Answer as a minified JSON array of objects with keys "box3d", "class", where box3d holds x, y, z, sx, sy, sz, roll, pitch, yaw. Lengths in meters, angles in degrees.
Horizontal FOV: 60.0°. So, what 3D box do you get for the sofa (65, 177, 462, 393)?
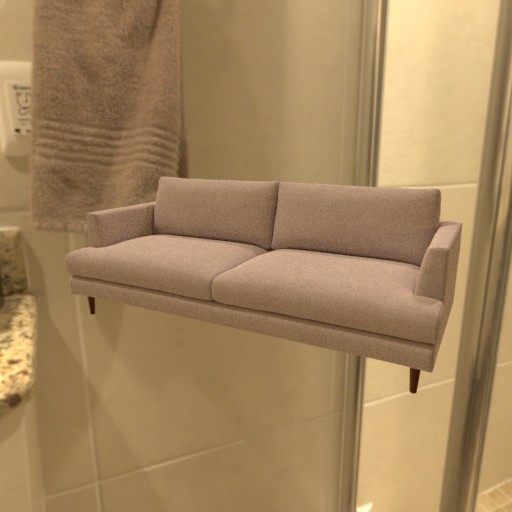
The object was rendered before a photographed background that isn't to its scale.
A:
[{"box3d":[0.000,0.000,2.746,2.250,0.868,1.020,7,16,27],"class":"sofa"}]
